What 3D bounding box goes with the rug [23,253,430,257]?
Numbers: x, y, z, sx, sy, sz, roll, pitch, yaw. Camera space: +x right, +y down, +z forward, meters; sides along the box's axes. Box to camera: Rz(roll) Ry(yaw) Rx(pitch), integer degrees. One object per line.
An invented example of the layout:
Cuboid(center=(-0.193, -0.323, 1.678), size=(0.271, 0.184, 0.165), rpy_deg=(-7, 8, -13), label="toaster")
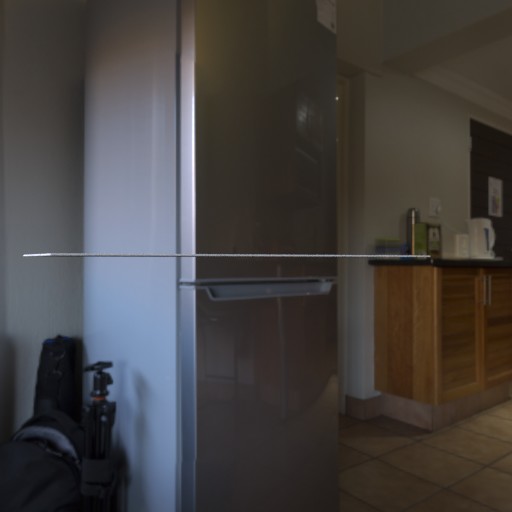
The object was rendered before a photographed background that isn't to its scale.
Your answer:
Cuboid(center=(0.000, 0.000, 2.696), size=(2.435, 0.009, 0.750), rpy_deg=(0, 0, -35), label="rug")
